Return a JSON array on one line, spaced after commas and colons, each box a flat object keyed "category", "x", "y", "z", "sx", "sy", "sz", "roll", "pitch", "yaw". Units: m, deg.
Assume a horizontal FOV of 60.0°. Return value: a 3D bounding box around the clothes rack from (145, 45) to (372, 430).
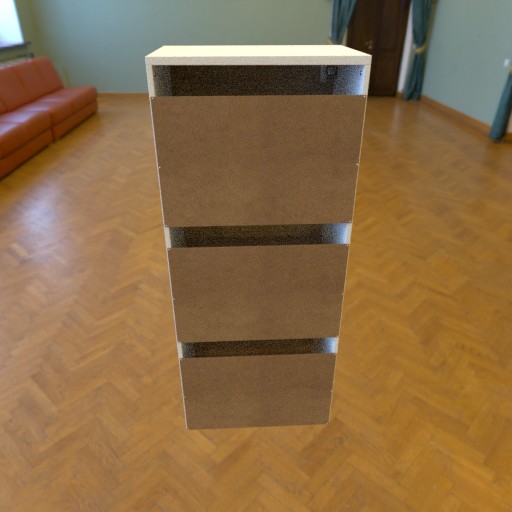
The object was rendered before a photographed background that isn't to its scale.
[{"category": "clothes rack", "x": 0.000, "y": 0.000, "z": 1.404, "sx": 0.500, "sy": 1.187, "sz": 0.331, "roll": -1, "pitch": 29, "yaw": -3}]
